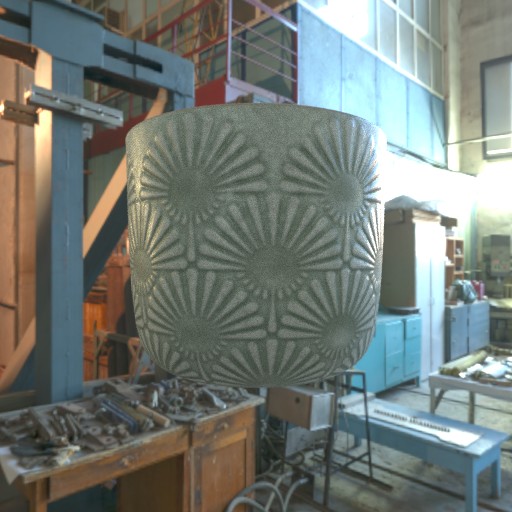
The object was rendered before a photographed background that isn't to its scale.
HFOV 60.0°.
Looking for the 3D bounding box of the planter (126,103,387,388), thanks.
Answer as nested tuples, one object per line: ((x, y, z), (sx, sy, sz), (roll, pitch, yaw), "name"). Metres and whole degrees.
((0.000, 0.000, 0.219), (0.124, 0.109, 0.124), (0, 0, 0), "planter")
